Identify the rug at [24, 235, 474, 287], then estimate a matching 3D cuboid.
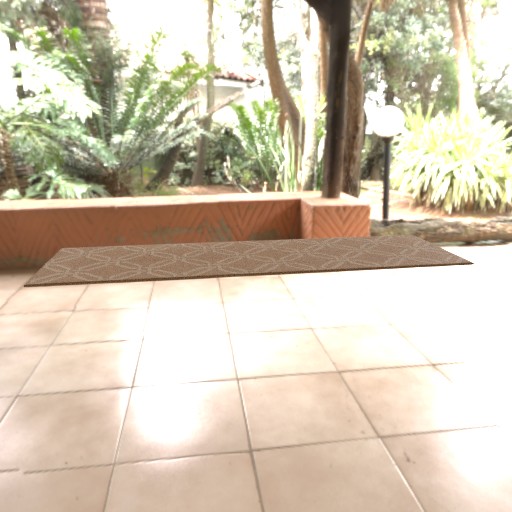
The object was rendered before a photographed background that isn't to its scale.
[{"bbox_3d":[0.000,0.000,2.530,2.276,0.014,0.678,-2,16,-9],"label":"rug"}]
